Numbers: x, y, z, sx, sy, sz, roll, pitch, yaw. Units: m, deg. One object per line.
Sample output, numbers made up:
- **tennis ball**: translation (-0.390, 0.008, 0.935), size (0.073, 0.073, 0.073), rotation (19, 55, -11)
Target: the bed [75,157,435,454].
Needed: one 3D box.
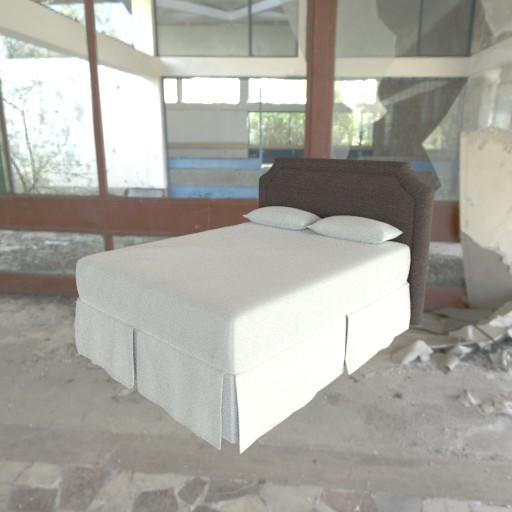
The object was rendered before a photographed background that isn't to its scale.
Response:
- **bed**: translation (0.000, 0.000, 3.178), size (1.693, 1.290, 2.116), rotation (13, 20, 41)
